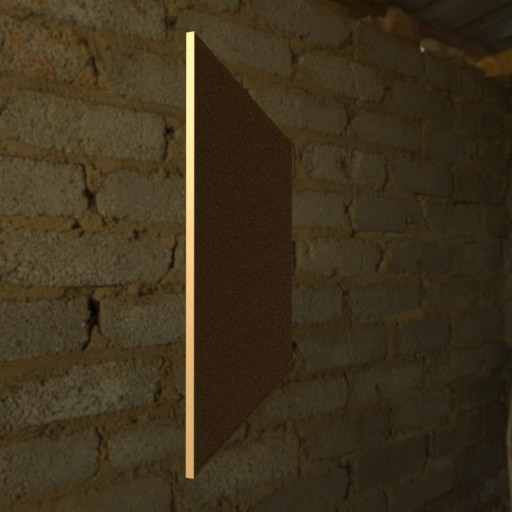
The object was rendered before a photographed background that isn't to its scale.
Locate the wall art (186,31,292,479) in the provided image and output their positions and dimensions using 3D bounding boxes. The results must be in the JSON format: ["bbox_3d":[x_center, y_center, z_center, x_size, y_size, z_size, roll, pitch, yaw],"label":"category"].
[{"bbox_3d":[0.000,0.000,0.965,0.014,0.655,0.657,0,0,17],"label":"wall art"}]
